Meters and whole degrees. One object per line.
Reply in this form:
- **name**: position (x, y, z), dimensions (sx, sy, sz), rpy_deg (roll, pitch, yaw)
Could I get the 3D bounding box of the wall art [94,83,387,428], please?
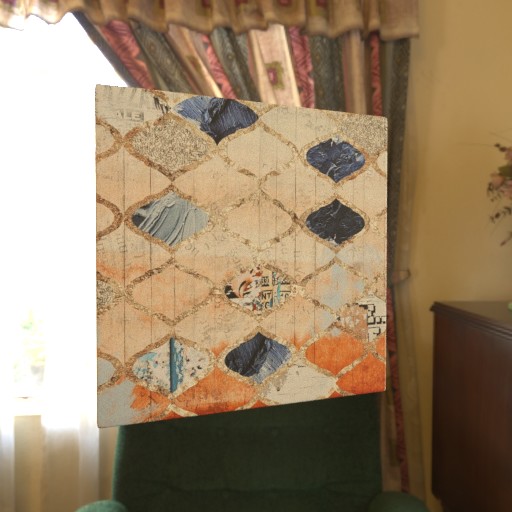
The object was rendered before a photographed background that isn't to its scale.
- **wall art**: position (0.000, 0.000, 1.342), dimensions (0.912, 0.914, 0.039), rpy_deg (0, 1, -20)
